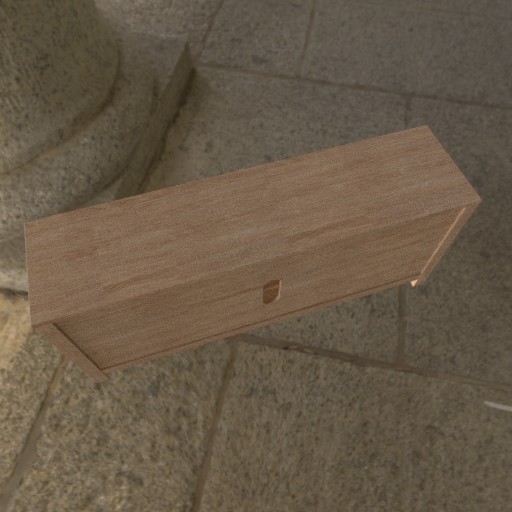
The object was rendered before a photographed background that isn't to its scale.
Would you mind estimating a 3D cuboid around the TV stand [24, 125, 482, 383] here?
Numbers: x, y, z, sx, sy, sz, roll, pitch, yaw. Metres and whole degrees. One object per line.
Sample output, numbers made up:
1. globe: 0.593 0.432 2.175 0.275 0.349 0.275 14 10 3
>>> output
1. TV stand: 0.000 0.000 1.725 1.466 0.610 0.398 -15 60 -9
